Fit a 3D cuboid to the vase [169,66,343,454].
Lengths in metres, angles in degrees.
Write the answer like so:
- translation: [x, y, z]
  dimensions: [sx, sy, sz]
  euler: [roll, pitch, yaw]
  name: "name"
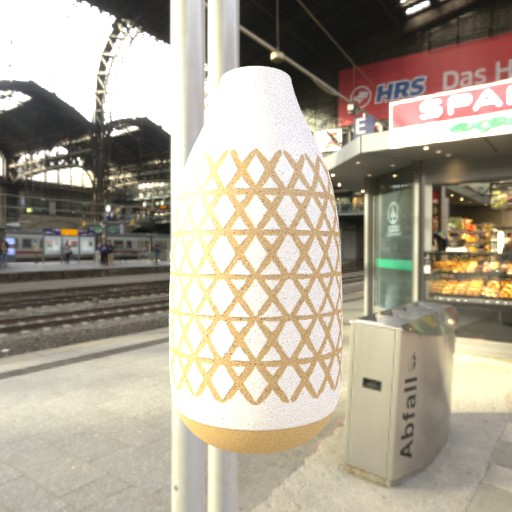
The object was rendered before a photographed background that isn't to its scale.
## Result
- translation: [0.000, 0.000, 0.481]
  dimensions: [0.186, 0.380, 0.186]
  euler: [0, 1, 0]
  name: "vase"
